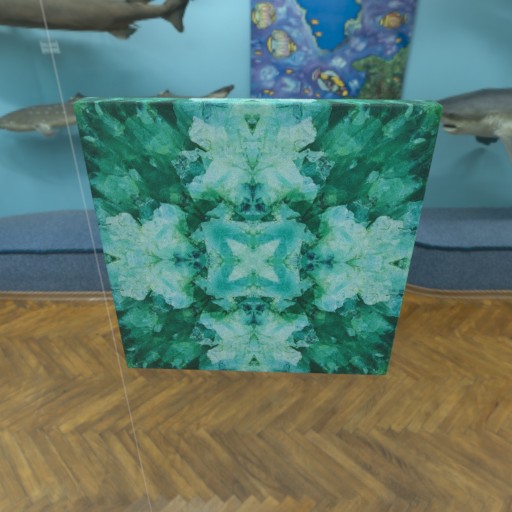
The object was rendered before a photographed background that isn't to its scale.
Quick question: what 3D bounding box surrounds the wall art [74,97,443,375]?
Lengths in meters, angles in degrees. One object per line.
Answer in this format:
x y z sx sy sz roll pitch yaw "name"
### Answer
0.000 0.000 0.751 0.507 0.508 0.038 1 31 2 "wall art"
